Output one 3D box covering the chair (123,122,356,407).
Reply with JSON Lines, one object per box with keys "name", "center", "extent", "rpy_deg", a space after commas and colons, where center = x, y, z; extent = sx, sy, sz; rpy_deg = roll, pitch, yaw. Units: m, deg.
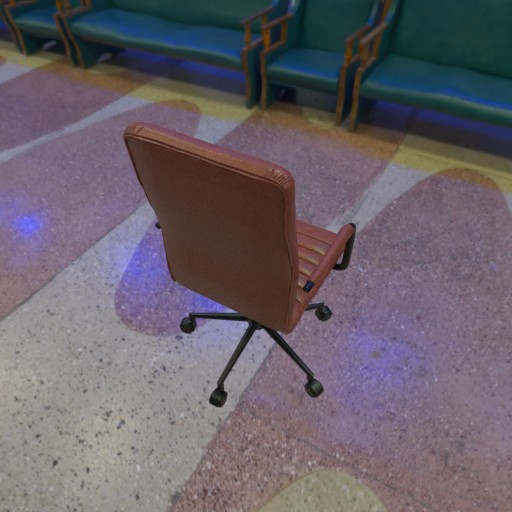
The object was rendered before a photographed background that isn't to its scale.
{"name": "chair", "center": [0.000, 0.000, 1.350], "extent": [0.608, 0.979, 0.580], "rpy_deg": [23, 49, 21]}
